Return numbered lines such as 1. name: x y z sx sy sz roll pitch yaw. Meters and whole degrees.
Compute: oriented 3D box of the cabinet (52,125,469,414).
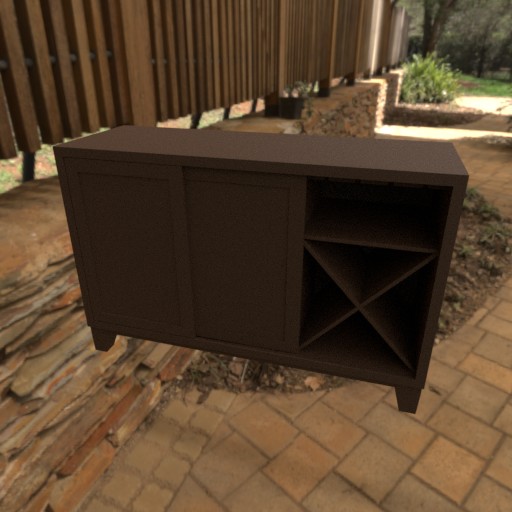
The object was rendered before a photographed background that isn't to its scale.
1. cabinet: 0.000 0.000 1.834 1.396 0.914 0.482 7 26 15
